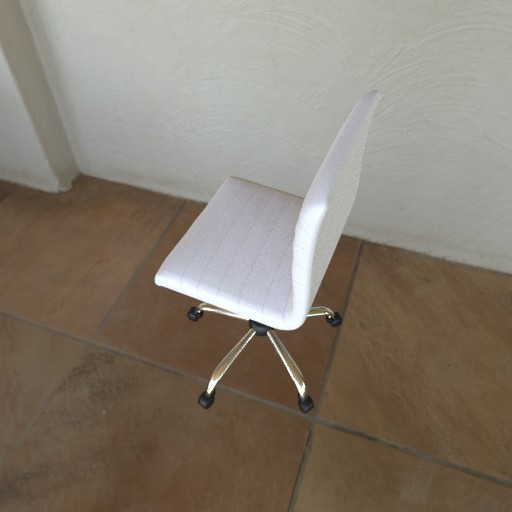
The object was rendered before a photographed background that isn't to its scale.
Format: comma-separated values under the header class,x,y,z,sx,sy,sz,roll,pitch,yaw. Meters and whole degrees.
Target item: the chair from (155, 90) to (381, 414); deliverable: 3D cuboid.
class,x,y,z,sx,sy,sz,roll,pitch,yaw
chair,0.000,0.000,1.062,0.455,0.750,0.520,17,50,15
